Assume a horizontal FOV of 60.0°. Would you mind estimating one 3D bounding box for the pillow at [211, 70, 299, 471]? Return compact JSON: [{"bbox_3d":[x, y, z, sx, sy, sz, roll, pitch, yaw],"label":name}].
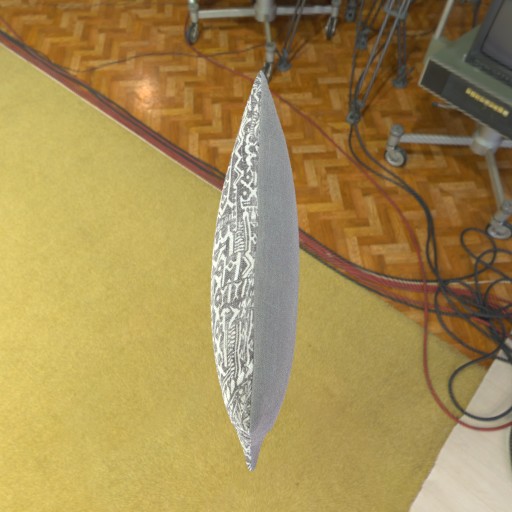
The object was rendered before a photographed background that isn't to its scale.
[{"bbox_3d":[0.000,0.000,0.751,0.148,0.290,0.631,1,58,1],"label":"pillow"}]
